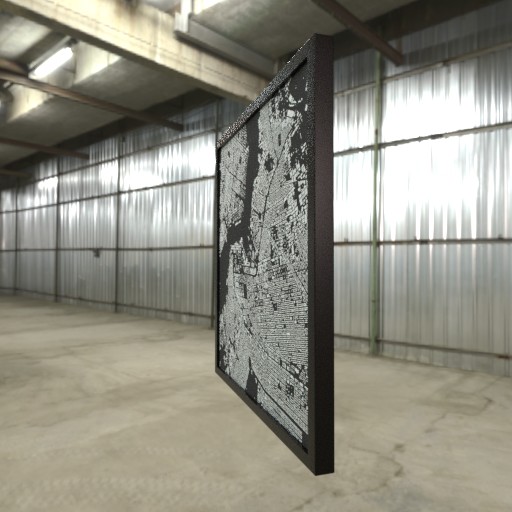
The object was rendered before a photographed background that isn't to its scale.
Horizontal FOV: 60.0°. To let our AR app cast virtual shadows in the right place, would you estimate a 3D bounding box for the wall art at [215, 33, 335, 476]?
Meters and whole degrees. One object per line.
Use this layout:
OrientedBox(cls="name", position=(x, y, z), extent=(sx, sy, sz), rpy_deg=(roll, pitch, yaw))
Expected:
OrientedBox(cls="wall art", position=(0.000, 0.000, 1.123), extent=(0.038, 0.761, 0.755), rpy_deg=(0, -1, -18))
